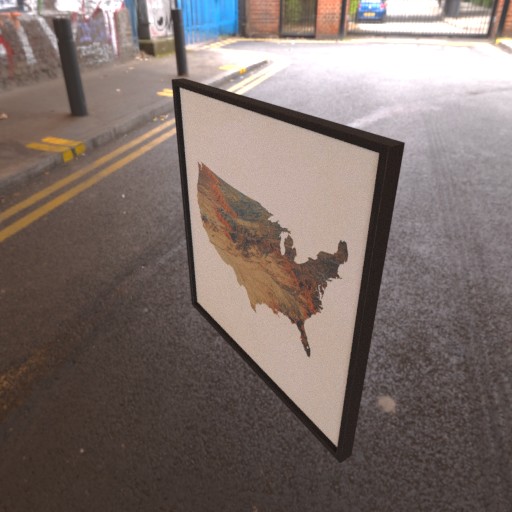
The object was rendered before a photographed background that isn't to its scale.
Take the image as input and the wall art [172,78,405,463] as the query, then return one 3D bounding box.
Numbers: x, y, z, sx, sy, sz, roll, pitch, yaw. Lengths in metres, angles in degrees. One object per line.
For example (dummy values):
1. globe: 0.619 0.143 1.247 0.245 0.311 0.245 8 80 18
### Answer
1. wall art: 0.000 0.000 1.140 0.038 0.762 0.762 -19 35 -29
